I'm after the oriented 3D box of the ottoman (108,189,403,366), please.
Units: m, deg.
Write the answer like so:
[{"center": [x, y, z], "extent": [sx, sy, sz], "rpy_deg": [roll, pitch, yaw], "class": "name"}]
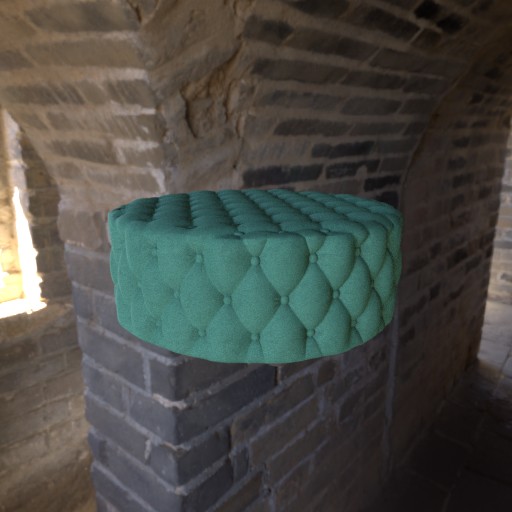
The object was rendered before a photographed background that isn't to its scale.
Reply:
[{"center": [0.000, 0.000, 1.591], "extent": [0.998, 0.399, 0.998], "rpy_deg": [0, 15, 0], "class": "ottoman"}]
